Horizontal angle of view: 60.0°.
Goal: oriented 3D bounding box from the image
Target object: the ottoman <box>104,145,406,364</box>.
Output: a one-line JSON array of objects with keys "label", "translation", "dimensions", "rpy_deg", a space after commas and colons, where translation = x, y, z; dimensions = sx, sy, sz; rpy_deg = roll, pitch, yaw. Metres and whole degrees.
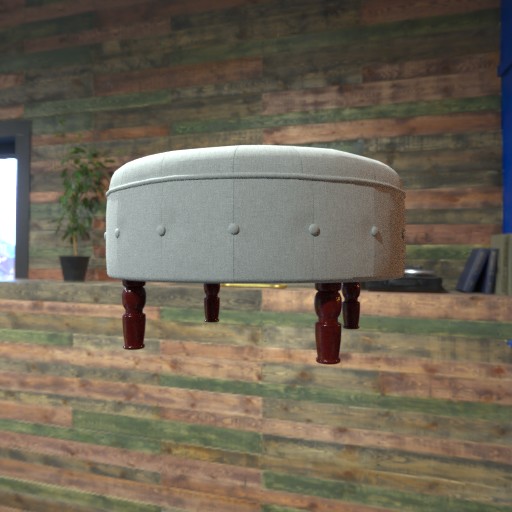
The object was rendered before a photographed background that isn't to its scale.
[{"label": "ottoman", "translation": [0.000, 0.000, 1.323], "dimensions": [0.850, 0.483, 0.850], "rpy_deg": [0, 0, 0]}]
